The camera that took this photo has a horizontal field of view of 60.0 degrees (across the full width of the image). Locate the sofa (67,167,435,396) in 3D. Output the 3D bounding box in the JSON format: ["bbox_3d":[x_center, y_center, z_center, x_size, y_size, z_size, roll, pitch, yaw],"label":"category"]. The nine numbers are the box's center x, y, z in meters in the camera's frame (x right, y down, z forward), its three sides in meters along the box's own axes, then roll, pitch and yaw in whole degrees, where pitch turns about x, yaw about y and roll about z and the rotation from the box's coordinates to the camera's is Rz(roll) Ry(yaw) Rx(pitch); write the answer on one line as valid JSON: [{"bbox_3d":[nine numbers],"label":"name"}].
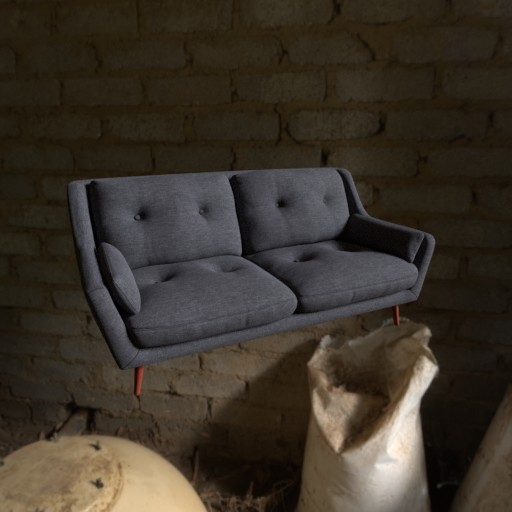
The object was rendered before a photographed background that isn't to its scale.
[{"bbox_3d":[0.000,0.000,2.526,1.929,0.896,0.975,-8,18,-26],"label":"sofa"}]
